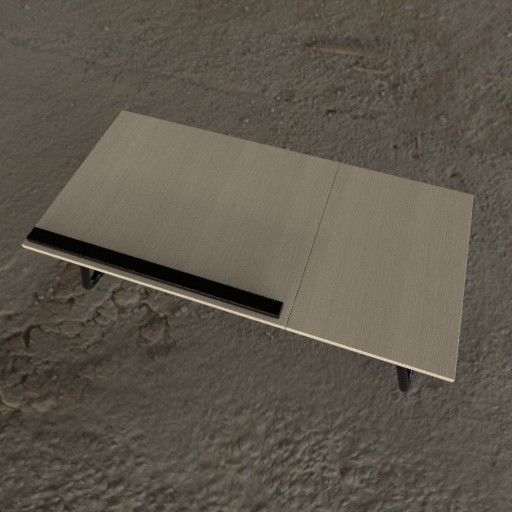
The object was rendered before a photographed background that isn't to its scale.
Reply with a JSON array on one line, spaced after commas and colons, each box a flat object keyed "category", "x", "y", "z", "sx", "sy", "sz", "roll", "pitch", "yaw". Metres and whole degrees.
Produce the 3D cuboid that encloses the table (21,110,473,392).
[{"category": "table", "x": 0.000, "y": 0.000, "z": 0.789, "sx": 0.644, "sy": 0.242, "sz": 0.322, "roll": 16, "pitch": 59, "yaw": 10}]
